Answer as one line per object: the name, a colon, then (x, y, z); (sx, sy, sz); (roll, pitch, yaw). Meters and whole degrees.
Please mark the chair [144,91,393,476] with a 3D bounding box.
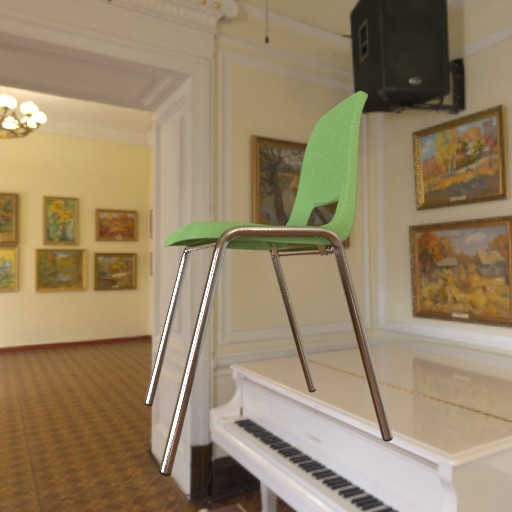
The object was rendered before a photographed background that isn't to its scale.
chair: (0.000, 0.000, 0.943); (0.436, 0.704, 0.381); (0, -1, -18)
